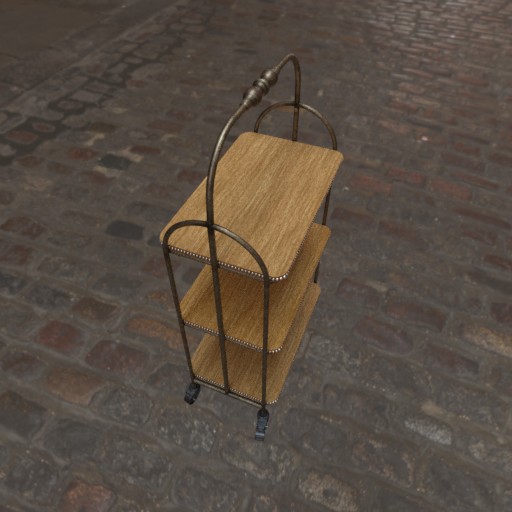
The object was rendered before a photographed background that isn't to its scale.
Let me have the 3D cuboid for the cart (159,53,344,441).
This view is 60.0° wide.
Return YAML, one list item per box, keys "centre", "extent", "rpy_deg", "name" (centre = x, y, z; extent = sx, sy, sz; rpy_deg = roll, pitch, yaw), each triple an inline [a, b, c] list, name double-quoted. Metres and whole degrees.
- centre: [0.000, 0.000, 1.314]
  extent: [0.330, 1.052, 0.650]
  rpy_deg: [17, 49, 15]
  name: "cart"
